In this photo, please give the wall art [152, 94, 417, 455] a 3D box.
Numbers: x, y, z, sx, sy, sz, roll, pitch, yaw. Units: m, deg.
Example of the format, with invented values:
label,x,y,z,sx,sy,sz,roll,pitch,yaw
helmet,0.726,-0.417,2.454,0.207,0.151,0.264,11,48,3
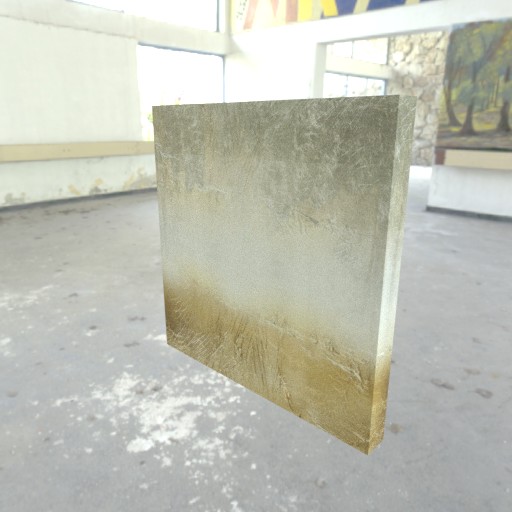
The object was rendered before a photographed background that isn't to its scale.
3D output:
label,x,y,z,sx,sy,sz,roll,pitch,yaw
wall art,0.000,0.000,0.619,0.405,0.407,0.038,15,22,41
